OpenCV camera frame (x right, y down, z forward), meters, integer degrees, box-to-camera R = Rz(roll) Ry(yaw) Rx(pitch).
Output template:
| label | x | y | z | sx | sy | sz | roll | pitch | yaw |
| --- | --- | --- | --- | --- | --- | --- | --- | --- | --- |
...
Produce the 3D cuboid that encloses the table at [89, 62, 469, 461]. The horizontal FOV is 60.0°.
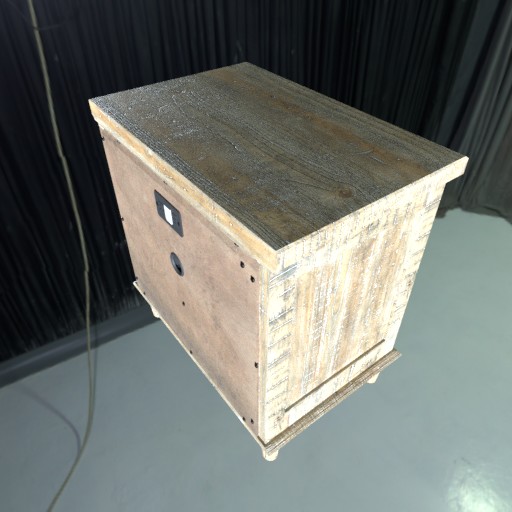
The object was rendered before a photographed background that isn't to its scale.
| label | x | y | z | sx | sy | sz | roll | pitch | yaw |
| --- | --- | --- | --- | --- | --- | --- | --- | --- | --- |
| table | 0.000 | 0.000 | 1.136 | 0.457 | 0.711 | 0.686 | -26 | 47 | -27 |
